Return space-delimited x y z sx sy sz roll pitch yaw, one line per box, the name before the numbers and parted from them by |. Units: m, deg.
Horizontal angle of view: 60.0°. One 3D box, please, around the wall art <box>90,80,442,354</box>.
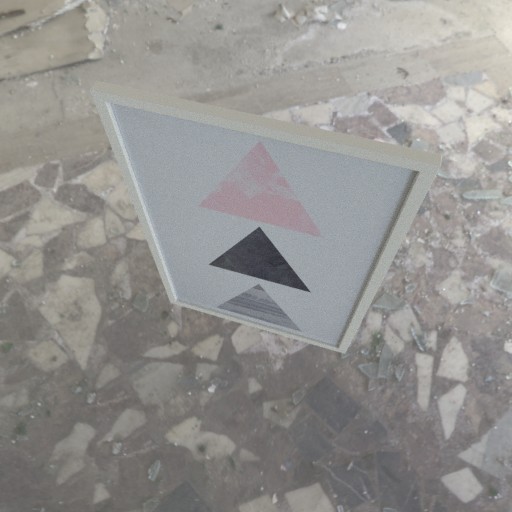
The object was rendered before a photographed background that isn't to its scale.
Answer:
wall art | 0.000 0.000 0.554 0.303 0.433 0.013 15 60 9
